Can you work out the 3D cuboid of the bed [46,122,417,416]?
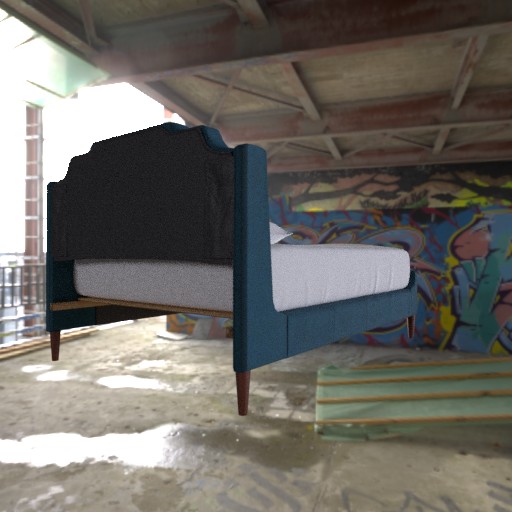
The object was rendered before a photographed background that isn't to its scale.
[{"bbox_3d":[0.000,0.000,3.278,1.676,1.351,2.322,0,1,38],"label":"bed"}]
